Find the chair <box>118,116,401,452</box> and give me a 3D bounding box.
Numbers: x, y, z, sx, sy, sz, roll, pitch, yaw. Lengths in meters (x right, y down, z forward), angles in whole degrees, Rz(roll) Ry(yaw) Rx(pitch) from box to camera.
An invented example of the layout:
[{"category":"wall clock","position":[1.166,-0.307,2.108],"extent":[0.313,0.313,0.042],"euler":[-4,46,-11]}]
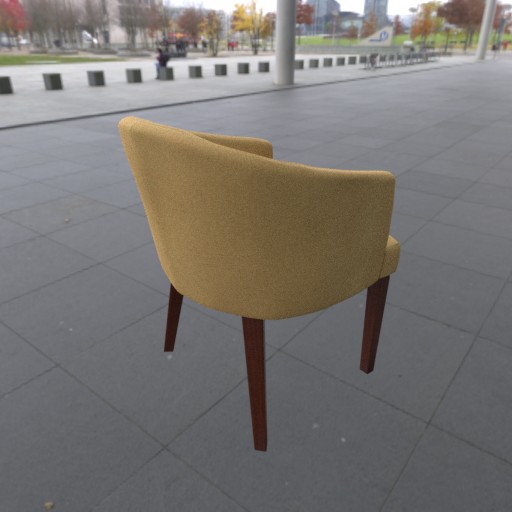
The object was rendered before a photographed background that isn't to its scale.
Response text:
[{"category":"chair","position":[0.000,0.000,1.272],"extent":[0.655,0.811,0.583],"euler":[-18,31,-33]}]
